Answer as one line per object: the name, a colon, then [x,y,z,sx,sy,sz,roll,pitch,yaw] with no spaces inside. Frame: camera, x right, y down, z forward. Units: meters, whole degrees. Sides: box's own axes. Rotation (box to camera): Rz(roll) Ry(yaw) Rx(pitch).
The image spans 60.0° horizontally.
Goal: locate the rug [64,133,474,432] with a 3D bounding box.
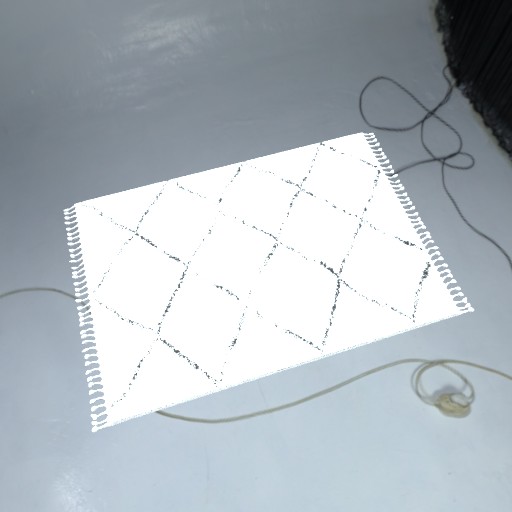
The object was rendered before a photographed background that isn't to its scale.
rug: [0.000,0.000,2.846,2.307,0.031,1.494,-16,64,-8]
